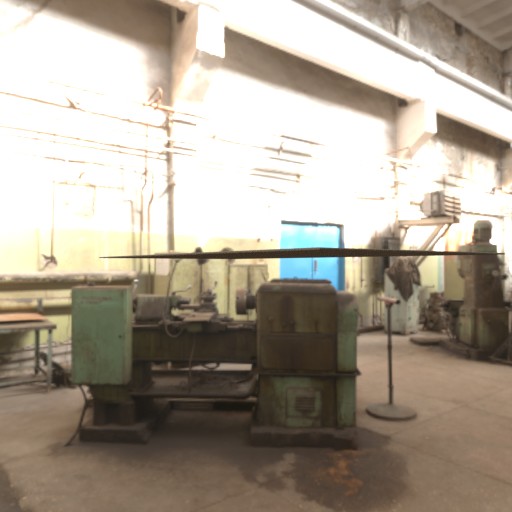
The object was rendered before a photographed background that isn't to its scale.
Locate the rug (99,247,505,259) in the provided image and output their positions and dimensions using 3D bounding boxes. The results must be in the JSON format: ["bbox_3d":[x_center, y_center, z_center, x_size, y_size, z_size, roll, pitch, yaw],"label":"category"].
[{"bbox_3d":[0.000,0.000,3.484,1.546,0.011,3.048,1,-1,-36],"label":"rug"}]
